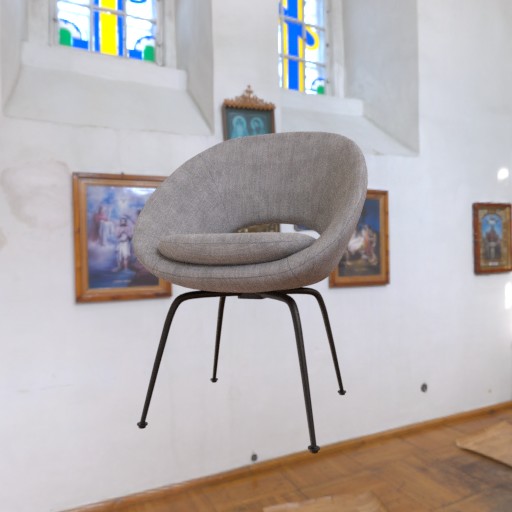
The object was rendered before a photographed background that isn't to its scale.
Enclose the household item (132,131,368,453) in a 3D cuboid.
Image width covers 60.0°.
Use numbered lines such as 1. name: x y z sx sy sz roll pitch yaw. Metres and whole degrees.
1. household item: 0.000 0.000 1.306 0.643 0.869 0.587 0 0 19
